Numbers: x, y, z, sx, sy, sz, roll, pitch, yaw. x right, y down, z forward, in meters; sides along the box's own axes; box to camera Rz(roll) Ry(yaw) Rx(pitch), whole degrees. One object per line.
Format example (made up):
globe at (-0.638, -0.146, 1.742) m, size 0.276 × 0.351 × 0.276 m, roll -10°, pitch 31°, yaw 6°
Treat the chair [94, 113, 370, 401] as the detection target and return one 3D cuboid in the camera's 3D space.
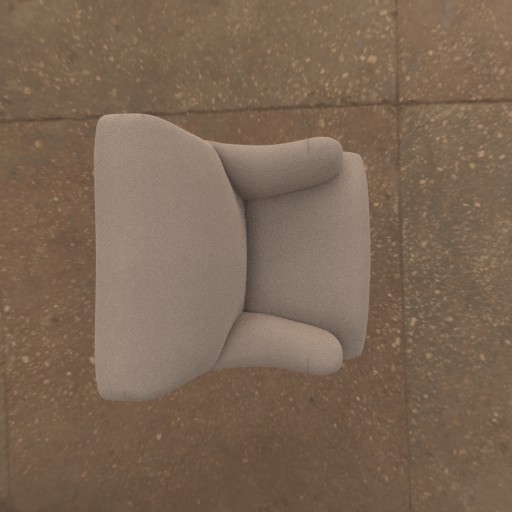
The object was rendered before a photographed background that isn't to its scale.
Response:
chair at (0.000, 0.000, 1.540) m, size 0.842 × 0.942 × 0.766 m, roll 0°, pitch 91°, yaw 0°
